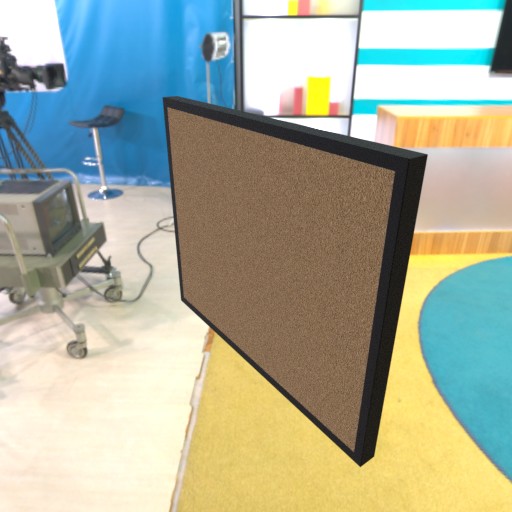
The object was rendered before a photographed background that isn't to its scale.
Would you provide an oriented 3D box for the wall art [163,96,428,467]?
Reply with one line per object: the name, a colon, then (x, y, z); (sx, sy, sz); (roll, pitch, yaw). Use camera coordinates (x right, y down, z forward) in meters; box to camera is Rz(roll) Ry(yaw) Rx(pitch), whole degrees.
wall art: (0.000, 0.000, 0.749); (0.030, 0.454, 0.554); (-19, 32, -32)
